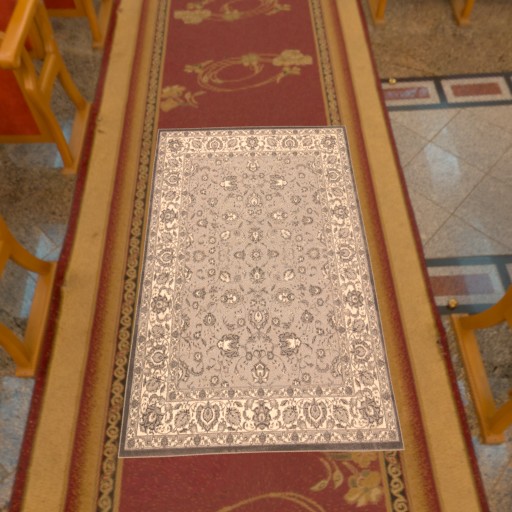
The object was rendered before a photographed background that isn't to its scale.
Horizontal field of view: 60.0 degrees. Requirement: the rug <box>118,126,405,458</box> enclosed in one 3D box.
[{"bbox_3d":[0.000,0.000,2.966,1.524,0.011,2.438,-1,59,-1],"label":"rug"}]
